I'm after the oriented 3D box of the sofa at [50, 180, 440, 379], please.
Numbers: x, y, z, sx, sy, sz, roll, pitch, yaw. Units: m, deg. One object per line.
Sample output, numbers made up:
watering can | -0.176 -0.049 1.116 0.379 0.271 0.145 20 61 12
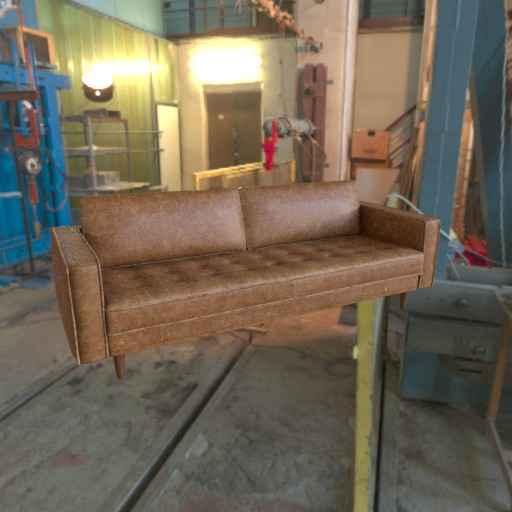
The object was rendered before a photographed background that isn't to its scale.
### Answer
sofa | 0.000 0.000 2.663 2.199 0.779 0.886 -8 18 -27
